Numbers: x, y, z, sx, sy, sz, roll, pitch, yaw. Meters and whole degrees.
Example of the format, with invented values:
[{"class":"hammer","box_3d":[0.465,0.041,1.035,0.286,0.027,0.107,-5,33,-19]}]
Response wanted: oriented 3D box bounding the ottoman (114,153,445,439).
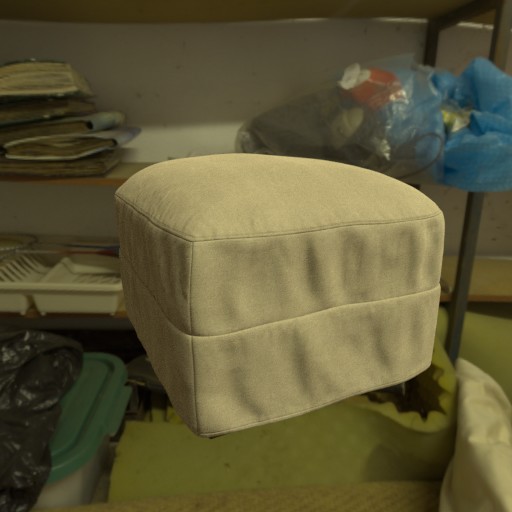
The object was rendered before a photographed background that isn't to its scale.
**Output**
[{"class":"ottoman","box_3d":[0.000,0.000,1.085,0.584,0.480,0.712,-8,19,-24]}]
